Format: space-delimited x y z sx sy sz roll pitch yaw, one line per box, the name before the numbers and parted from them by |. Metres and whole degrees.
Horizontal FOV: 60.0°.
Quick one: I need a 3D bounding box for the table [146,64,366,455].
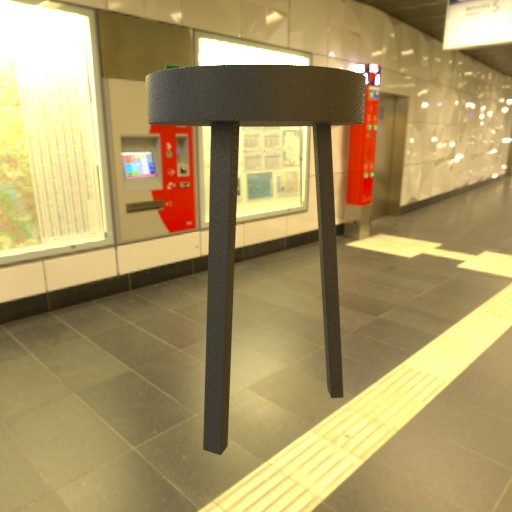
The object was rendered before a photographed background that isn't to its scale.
table | 0.000 0.000 0.927 0.406 0.686 0.406 7 17 24
